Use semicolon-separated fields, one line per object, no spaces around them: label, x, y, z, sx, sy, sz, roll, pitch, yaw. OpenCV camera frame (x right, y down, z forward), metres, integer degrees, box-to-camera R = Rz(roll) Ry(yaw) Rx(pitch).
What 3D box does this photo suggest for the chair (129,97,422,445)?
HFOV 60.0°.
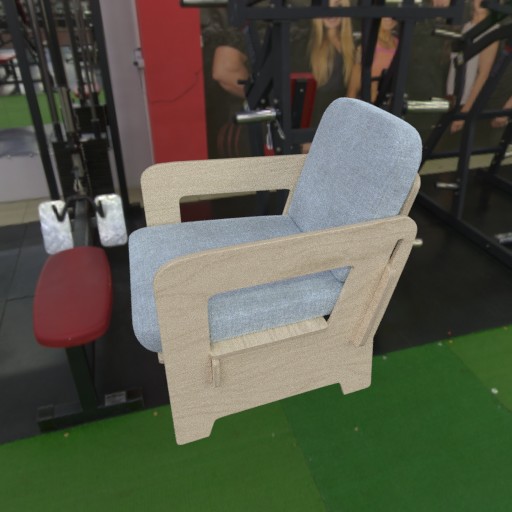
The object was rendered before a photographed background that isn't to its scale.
chair;0.000;0.000;1.280;0.710;0.800;0.590;-8;33;-13
